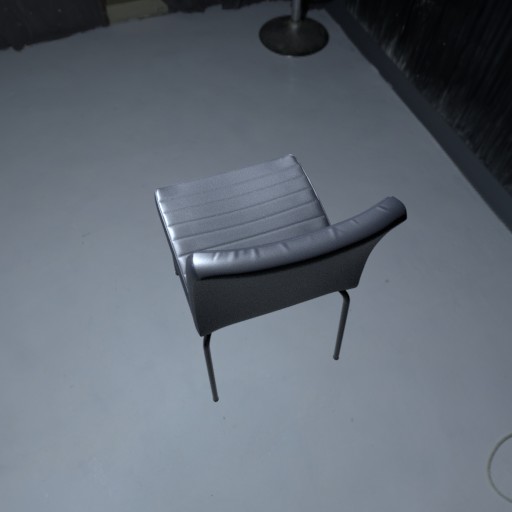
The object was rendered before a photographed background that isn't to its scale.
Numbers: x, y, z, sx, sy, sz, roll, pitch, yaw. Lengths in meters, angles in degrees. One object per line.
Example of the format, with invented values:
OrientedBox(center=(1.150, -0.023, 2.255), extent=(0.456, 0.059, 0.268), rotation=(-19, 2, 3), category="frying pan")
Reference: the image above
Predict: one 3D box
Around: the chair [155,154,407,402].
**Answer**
OrientedBox(center=(0.000, 0.000, 1.191), extent=(0.450, 0.872, 0.572), rotation=(-16, 60, -10), category="chair")
